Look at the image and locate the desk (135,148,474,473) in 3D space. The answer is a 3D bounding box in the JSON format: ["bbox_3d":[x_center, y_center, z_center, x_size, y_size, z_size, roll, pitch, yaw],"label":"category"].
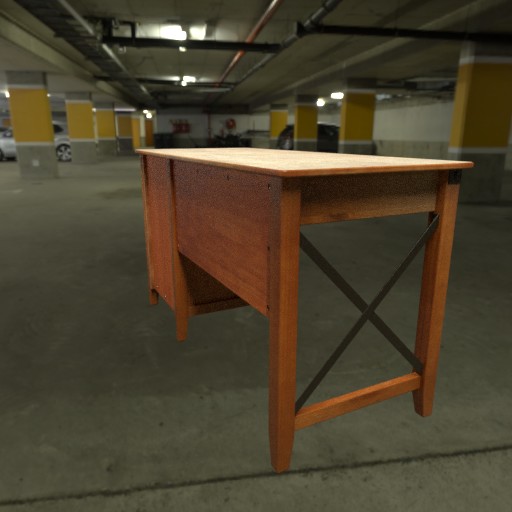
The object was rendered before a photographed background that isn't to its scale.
[{"bbox_3d":[0.000,0.000,1.684,0.574,0.756,1.353,-8,17,-26],"label":"desk"}]
